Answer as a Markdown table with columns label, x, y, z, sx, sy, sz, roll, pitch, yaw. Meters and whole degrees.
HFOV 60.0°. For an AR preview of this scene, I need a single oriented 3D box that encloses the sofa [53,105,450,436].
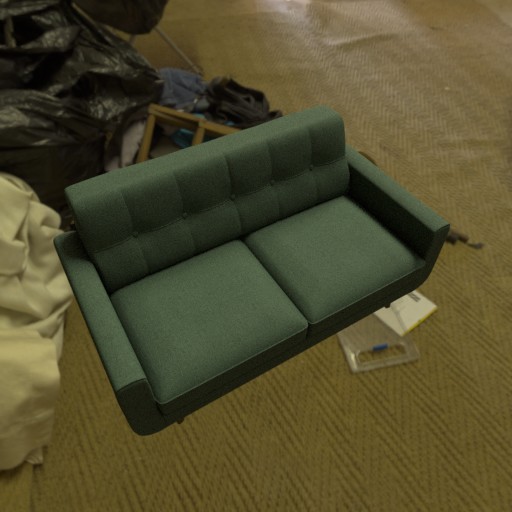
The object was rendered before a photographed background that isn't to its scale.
| label | x | y | z | sx | sy | sz | roll | pitch | yaw |
| --- | --- | --- | --- | --- | --- | --- | --- | --- | --- |
| sofa | 0.000 | 0.000 | 2.139 | 1.631 | 0.841 | 0.909 | -24 | 52 | -20 |
